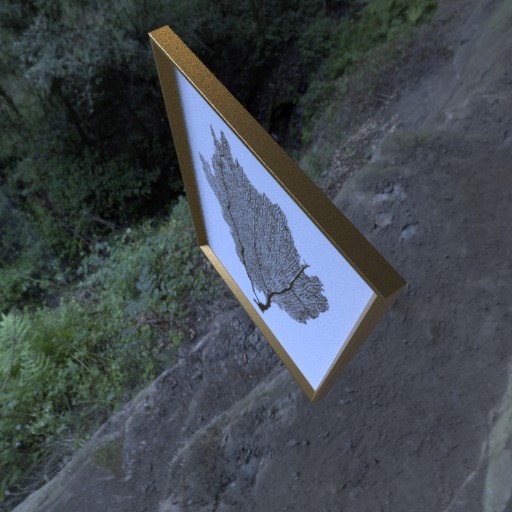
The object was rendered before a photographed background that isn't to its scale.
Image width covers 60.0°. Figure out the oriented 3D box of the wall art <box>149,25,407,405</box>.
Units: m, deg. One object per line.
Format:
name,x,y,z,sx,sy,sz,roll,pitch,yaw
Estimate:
wall art,0.000,0.000,1.000,0.038,0.762,0.610,-31,66,-15
